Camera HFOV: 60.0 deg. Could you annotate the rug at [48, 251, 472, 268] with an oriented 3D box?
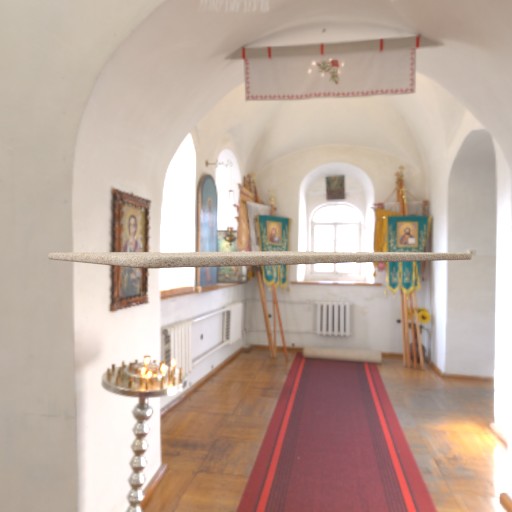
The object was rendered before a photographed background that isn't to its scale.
[{"bbox_3d":[0.000,0.000,3.312,2.528,0.048,2.009,-1,1,-35],"label":"rug"}]
